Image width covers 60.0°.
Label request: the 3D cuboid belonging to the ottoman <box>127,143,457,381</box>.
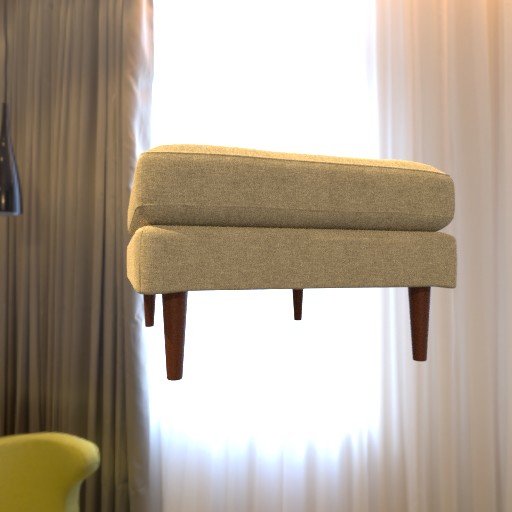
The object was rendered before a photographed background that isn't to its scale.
[{"bbox_3d":[0.000,0.000,1.259,0.693,0.474,0.821,0,-1,-17],"label":"ottoman"}]
